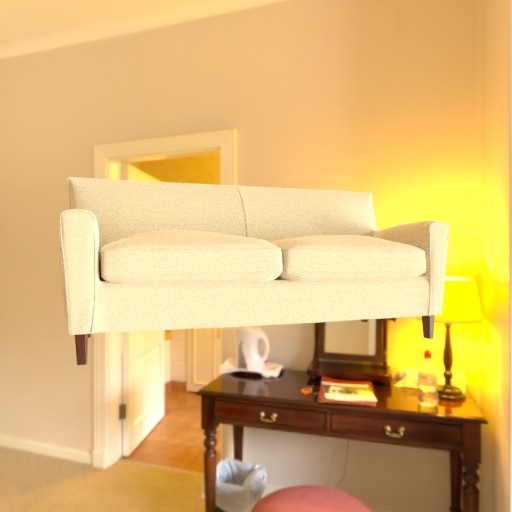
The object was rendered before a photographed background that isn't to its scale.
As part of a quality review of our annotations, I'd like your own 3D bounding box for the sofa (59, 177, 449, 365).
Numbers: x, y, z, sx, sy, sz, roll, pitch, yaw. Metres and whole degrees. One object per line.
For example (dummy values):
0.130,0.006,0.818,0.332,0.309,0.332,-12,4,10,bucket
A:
0.000,0.000,2.471,2.001,0.907,0.841,0,0,-19,sofa
